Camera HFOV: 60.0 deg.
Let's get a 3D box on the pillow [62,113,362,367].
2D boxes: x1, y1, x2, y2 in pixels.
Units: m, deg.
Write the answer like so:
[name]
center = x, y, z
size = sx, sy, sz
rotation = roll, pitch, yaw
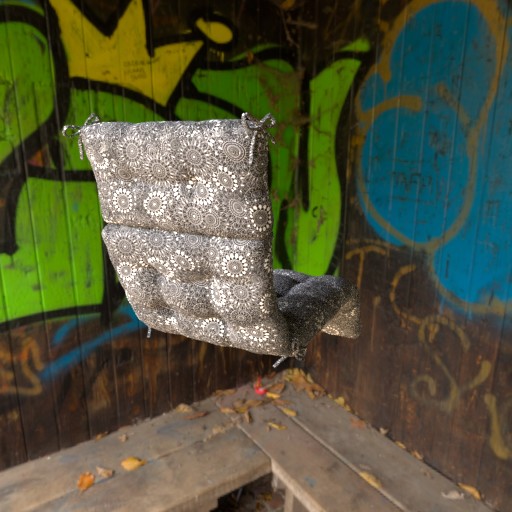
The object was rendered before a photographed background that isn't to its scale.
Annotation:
[pillow]
center = 0.000, 0.000, 1.455
size = 0.526, 0.863, 1.016
rotation = 8, 17, 27
